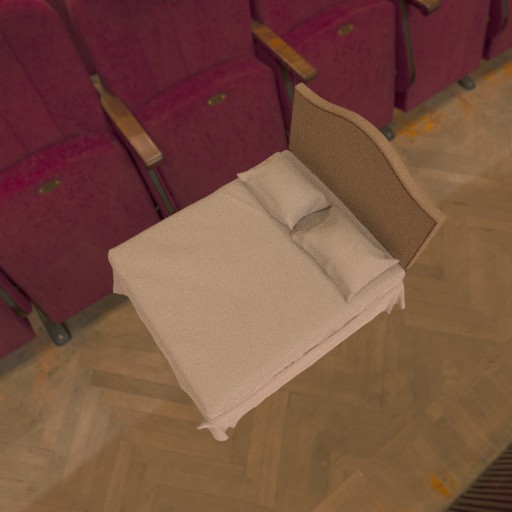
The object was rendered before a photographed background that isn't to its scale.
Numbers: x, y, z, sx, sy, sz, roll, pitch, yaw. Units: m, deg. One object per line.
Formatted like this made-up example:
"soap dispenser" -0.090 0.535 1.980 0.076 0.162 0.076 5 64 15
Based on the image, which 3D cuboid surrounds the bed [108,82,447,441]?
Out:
"bed" 0.000 0.000 3.559 2.221 1.645 1.876 -32 67 -15
